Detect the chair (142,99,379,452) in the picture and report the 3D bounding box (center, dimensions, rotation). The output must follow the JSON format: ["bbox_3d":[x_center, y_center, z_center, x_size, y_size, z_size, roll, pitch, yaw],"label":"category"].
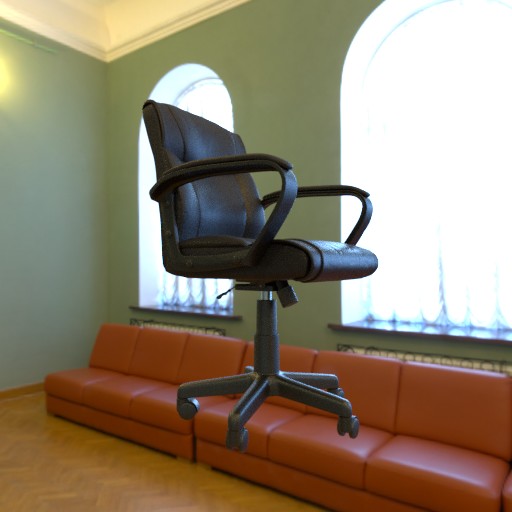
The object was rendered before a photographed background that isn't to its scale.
[{"bbox_3d":[0.000,0.000,1.379,0.641,0.998,0.576,-1,-1,34],"label":"chair"}]
